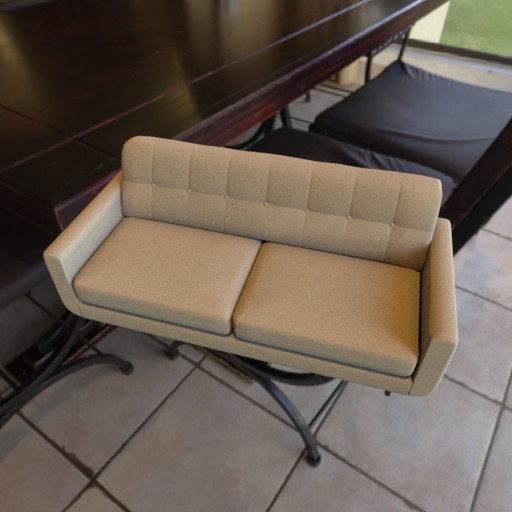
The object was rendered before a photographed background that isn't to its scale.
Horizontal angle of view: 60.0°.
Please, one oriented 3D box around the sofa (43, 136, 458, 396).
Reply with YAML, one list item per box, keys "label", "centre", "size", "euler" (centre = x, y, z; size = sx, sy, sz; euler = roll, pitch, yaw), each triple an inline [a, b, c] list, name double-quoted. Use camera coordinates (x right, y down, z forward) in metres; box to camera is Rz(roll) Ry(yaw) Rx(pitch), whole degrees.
- label: "sofa"
  centre: [0.000, 0.000, 2.607]
  size: [2.137, 0.892, 0.980]
  euler: [11, 43, 12]
